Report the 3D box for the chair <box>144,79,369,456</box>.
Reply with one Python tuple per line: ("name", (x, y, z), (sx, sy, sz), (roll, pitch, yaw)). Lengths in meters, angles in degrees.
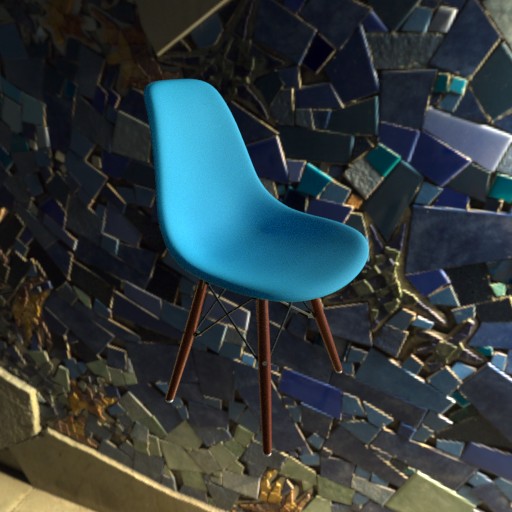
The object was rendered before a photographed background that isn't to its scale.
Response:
("chair", (0.000, 0.000, 1.140), (0.533, 0.826, 0.470), (17, 30, 32))
